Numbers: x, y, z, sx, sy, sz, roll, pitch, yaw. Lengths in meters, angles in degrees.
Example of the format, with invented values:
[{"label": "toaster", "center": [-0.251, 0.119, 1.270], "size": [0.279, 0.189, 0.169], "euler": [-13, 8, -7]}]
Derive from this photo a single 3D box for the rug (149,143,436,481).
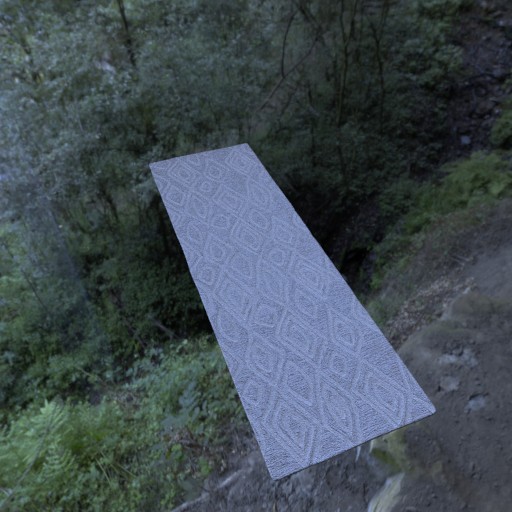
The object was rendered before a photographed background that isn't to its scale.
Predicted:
[{"label": "rug", "center": [0.000, 0.000, 2.676], "size": [0.807, 0.013, 2.436], "euler": [-16, 47, -15]}]
